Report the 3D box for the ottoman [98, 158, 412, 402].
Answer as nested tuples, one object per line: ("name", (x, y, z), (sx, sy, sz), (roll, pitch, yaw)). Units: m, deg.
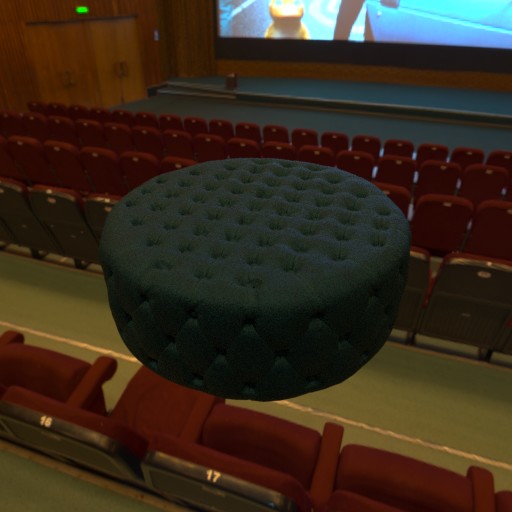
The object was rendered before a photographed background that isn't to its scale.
("ottoman", (0.000, 0.000, 1.523), (0.998, 0.398, 0.998), (0, 32, 0))
